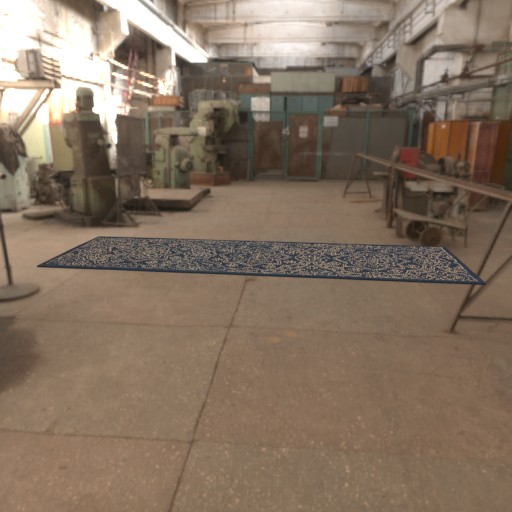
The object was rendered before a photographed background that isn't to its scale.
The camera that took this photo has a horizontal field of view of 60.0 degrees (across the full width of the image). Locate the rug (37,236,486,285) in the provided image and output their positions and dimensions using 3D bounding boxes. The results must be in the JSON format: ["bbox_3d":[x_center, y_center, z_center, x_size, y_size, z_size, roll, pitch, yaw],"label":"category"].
[{"bbox_3d":[0.000,0.000,2.749,2.448,0.012,0.769,2,16,7],"label":"rug"}]
